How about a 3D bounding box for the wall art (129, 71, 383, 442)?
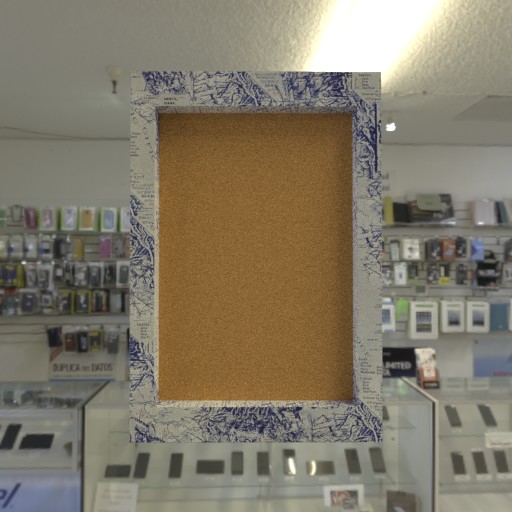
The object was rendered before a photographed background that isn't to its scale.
[{"bbox_3d":[0.000,0.000,0.736,0.408,0.601,0.040,0,-1,0],"label":"wall art"}]
